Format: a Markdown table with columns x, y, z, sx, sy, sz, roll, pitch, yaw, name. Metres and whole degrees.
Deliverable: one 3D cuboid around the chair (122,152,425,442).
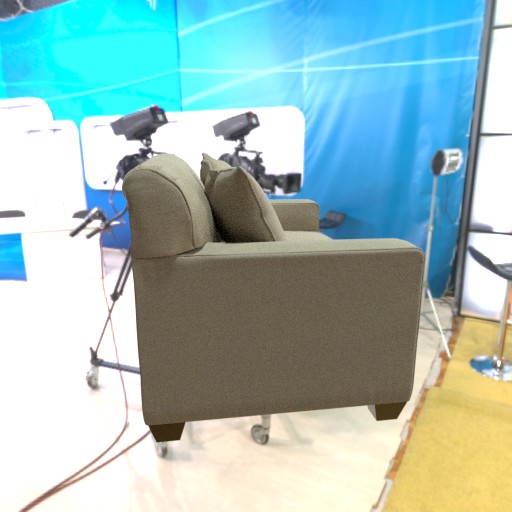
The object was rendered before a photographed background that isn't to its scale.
| x | y | z | sx | sy | sz | roll | pitch | yaw | name |
| --- | --- | --- | --- | --- | --- | --- | --- | --- | --- |
| 0.000 | 0.000 | 2.083 | 1.000 | 0.948 | 1.383 | -2 | 14 | -9 | chair |
